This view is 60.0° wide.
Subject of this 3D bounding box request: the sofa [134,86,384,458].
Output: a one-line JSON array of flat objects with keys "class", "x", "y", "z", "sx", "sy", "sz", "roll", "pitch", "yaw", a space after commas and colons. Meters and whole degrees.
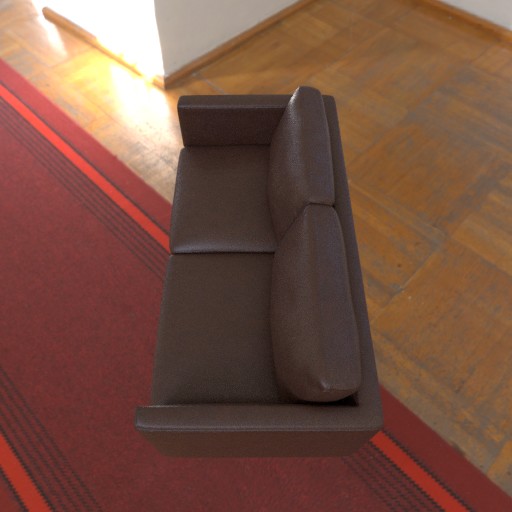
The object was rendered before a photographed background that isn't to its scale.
[{"class": "sofa", "x": 0.000, "y": 0.000, "z": 2.344, "sx": 0.951, "sy": 0.933, "sz": 1.883, "roll": 0, "pitch": 58, "yaw": 0}]
